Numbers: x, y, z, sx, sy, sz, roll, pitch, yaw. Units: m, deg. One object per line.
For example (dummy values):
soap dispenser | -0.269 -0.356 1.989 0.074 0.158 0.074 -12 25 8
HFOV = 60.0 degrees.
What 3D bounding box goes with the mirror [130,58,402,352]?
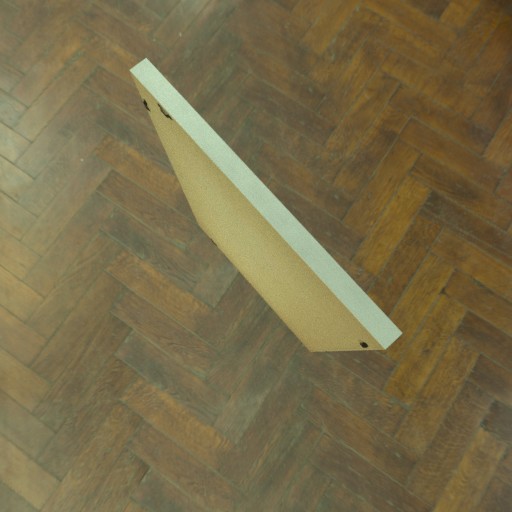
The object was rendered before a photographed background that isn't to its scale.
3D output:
mirror | 0.000 0.000 1.143 0.041 0.915 0.609 -40 81 -8
